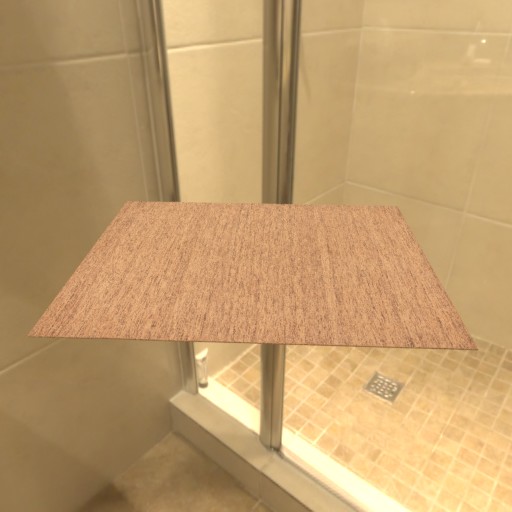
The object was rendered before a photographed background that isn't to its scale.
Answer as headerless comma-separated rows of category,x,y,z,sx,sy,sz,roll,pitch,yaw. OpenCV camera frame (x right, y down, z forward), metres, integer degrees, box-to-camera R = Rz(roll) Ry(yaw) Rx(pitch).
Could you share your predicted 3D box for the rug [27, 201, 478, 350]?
rug,0.000,0.000,4.198,3.205,0.013,2.448,1,30,2
